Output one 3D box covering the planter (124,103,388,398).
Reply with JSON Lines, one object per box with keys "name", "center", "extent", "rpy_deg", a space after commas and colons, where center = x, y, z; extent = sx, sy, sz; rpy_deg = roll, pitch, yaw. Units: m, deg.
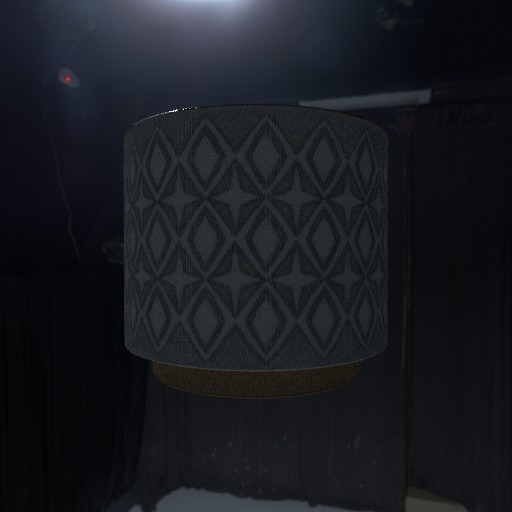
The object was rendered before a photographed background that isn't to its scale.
{"name": "planter", "center": [0.000, 0.000, 0.447], "extent": [0.255, 0.223, 0.255], "rpy_deg": [0, 1, 0]}
